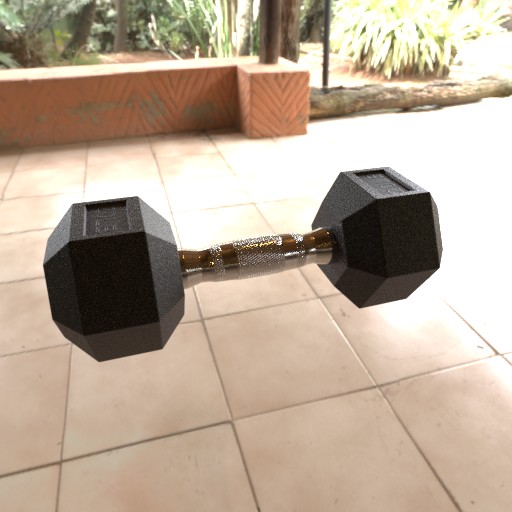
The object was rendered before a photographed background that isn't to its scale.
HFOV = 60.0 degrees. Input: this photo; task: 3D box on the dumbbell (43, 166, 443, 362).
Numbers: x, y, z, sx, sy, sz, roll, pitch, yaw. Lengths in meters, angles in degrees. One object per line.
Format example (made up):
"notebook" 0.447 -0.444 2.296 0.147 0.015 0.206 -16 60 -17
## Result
"dumbbell" 0.000 0.000 0.352 0.297 0.101 0.116 -9 33 -15
